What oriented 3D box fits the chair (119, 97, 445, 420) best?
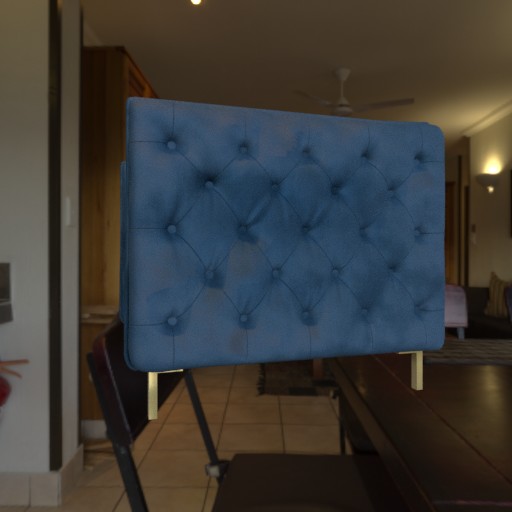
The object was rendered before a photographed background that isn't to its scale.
[{"bbox_3d":[0.000,0.000,1.504,0.877,0.771,0.868,0,0,-18],"label":"chair"}]
